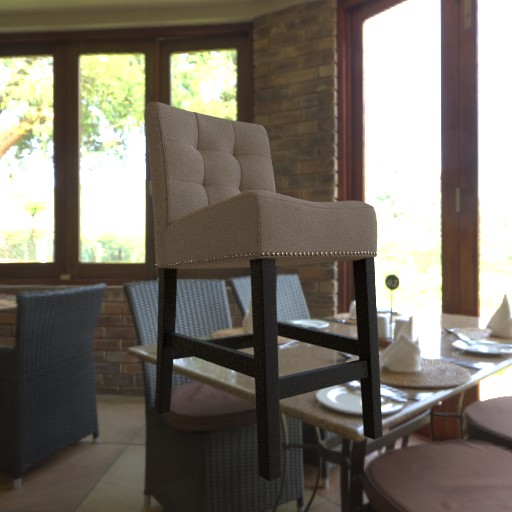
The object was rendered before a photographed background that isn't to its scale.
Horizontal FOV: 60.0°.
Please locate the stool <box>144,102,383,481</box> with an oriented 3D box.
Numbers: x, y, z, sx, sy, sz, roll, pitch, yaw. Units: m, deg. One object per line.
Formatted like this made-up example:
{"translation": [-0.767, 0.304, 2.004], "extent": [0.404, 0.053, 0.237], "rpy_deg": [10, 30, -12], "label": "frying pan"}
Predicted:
{"translation": [0.000, 0.000, 1.202], "extent": [0.427, 0.885, 0.571], "rpy_deg": [0, 0, -37], "label": "stool"}
